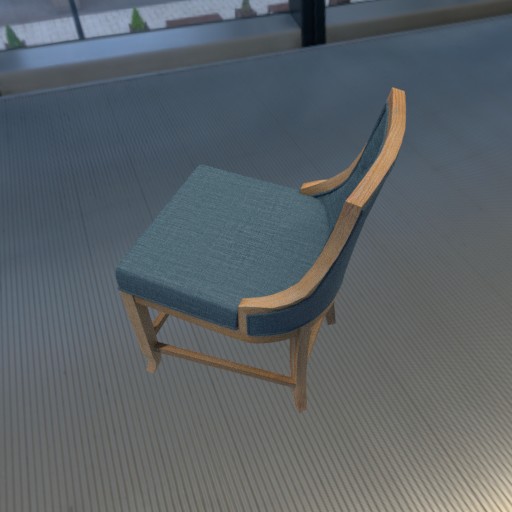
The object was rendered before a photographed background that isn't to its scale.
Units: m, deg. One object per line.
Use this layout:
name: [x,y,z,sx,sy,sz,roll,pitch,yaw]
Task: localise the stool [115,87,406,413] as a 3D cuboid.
stool: [0.000,0.000,1.306,0.626,0.938,0.524,17,50,15]
